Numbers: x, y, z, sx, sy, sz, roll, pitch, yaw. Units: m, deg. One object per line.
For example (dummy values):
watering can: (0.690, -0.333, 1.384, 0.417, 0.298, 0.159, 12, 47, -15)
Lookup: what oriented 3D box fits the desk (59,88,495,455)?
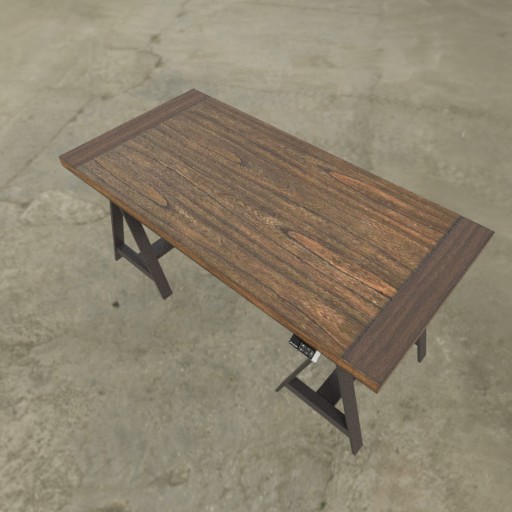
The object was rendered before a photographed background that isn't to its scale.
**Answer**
desk: (0.000, 0.000, 1.949, 1.543, 0.725, 0.784, 33, 56, 26)
